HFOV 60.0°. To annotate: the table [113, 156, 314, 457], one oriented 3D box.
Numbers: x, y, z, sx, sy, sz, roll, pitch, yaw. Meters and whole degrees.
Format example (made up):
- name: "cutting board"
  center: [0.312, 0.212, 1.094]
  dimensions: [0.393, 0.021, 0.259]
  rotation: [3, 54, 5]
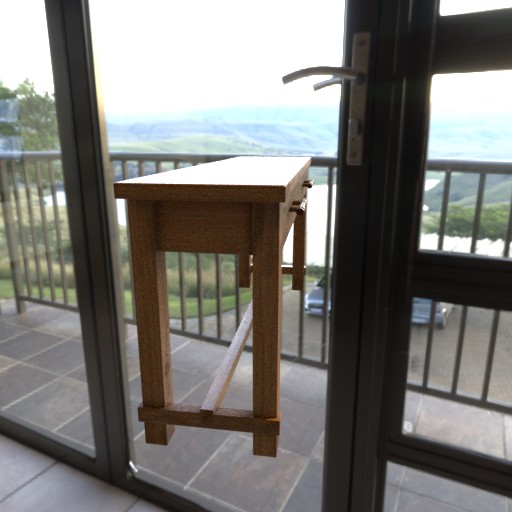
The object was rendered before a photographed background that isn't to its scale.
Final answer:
- name: "table"
  center: [0.000, 0.000, 1.882]
  dimensions: [0.442, 0.762, 1.599]
  rotation: [2, 15, 9]
